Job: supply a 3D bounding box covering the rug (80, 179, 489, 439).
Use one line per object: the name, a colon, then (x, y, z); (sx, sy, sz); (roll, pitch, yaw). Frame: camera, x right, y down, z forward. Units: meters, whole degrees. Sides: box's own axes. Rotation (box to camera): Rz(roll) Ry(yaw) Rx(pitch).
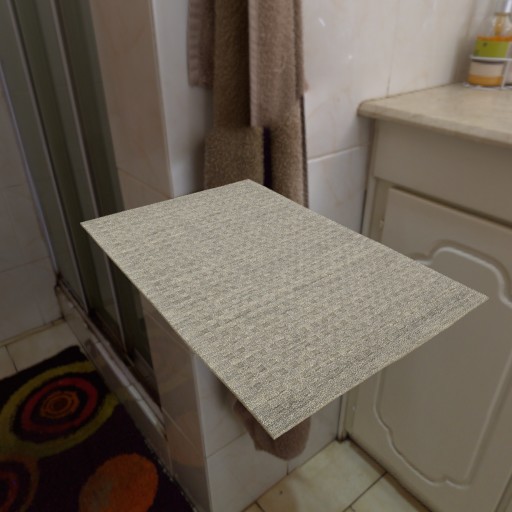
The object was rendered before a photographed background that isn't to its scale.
rug: (0.000, 0.000, 2.859); (1.532, 0.018, 2.297); (-20, 36, -31)
